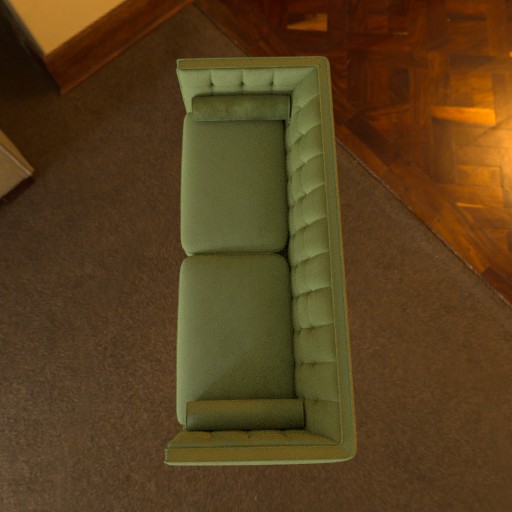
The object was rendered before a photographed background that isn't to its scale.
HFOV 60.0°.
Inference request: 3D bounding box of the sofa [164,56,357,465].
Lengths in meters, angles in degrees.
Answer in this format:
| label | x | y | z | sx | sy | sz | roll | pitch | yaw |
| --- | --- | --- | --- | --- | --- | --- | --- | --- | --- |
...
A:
| label | x | y | z | sx | sy | sz | roll | pitch | yaw |
| --- | --- | --- | --- | --- | --- | --- | --- | --- | --- |
| sofa | 0.000 | 0.000 | 2.540 | 0.867 | 0.789 | 2.087 | -1 | 75 | 0 |
